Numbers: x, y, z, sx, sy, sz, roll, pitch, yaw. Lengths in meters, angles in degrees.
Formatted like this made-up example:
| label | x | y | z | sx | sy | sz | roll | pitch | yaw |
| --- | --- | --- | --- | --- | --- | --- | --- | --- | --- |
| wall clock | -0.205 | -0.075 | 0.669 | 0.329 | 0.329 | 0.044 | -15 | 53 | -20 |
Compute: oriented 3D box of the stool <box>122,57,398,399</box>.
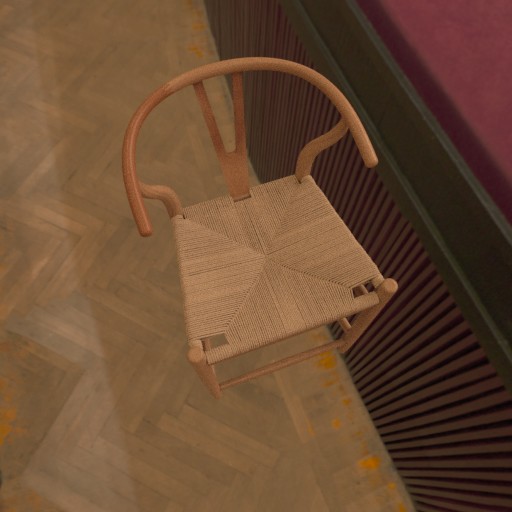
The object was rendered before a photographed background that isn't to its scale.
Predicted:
| label | x | y | z | sx | sy | sz | roll | pitch | yaw |
| --- | --- | --- | --- | --- | --- | --- | --- | --- | --- |
| stool | 0.000 | 0.000 | 1.302 | 0.536 | 0.923 | 0.575 | -18 | 66 | -8 |
